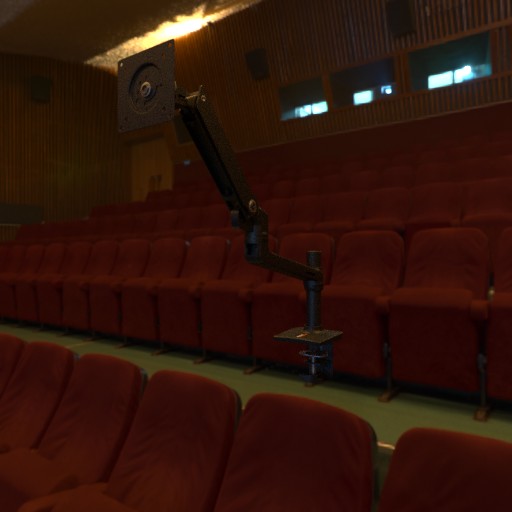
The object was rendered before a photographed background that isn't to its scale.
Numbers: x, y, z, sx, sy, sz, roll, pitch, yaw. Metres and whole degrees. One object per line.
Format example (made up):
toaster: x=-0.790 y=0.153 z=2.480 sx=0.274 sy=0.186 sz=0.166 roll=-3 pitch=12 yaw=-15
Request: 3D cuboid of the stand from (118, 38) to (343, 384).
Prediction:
stand: x=0.000 y=0.000 z=1.027 sx=0.152 sy=0.713 sz=0.650 roll=0 pitch=0 yaw=36
